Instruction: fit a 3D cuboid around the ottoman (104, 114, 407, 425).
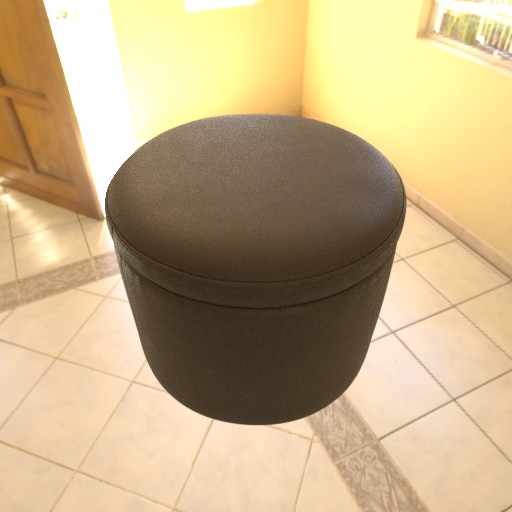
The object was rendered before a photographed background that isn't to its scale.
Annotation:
[{"bbox_3d":[0.000,0.000,0.857,0.500,0.409,0.500,0,42,0],"label":"ottoman"}]
